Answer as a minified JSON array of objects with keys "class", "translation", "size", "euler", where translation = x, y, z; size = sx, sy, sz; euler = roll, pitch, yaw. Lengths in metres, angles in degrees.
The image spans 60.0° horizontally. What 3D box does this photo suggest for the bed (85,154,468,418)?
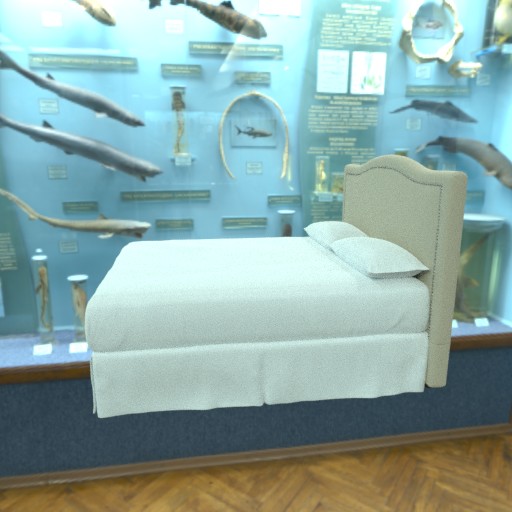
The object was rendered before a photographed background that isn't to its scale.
[{"class":"bed","translation":[0.000,0.000,3.273],"size":[2.143,1.460,1.753],"euler":[-2,13,-8]}]
